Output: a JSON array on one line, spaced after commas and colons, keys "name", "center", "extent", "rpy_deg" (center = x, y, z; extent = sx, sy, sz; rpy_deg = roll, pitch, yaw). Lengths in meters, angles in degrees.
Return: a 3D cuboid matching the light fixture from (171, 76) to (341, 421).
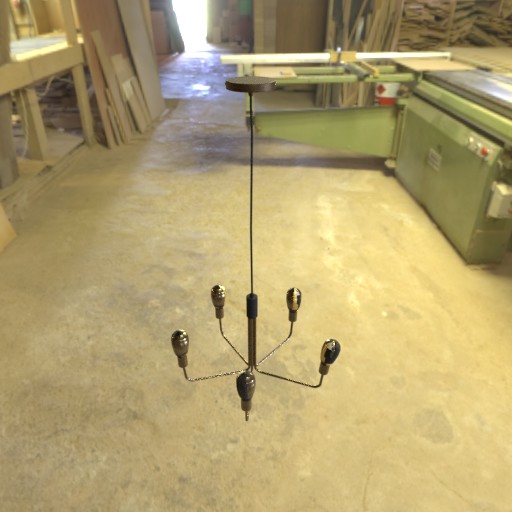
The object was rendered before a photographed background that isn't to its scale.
[{"name": "light fixture", "center": [0.000, 0.000, 1.429], "extent": [0.588, 1.059, 0.532], "rpy_deg": [2, 30, 3]}]
